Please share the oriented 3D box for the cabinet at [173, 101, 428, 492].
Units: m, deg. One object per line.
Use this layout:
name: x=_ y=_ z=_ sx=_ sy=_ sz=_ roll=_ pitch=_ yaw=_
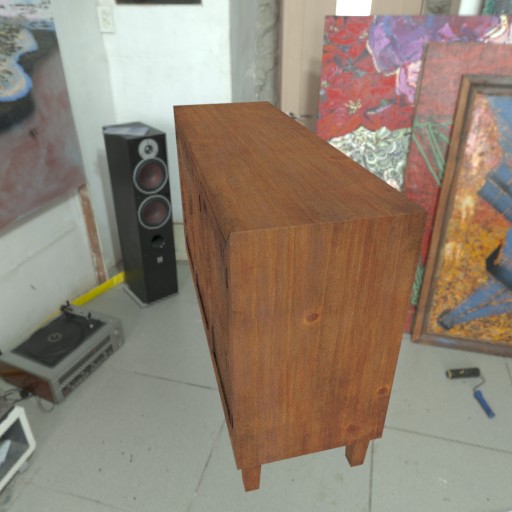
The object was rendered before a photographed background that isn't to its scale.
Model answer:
cabinet: x=0.000 y=0.000 z=1.539 sx=0.403 sy=0.805 sz=1.204 roll=-7 pitch=30 yaw=-12
